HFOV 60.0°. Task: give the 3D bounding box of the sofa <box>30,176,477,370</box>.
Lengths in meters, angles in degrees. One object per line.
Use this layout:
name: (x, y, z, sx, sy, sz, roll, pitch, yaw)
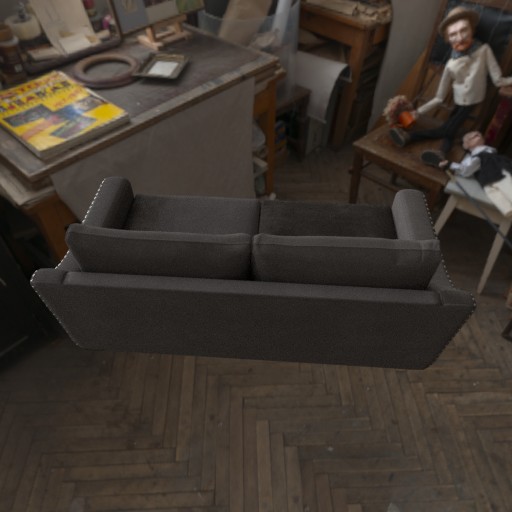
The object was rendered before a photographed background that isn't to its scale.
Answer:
sofa: (0.000, 0.000, 3.244, 2.550, 1.196, 1.336, 3, 47, 3)
